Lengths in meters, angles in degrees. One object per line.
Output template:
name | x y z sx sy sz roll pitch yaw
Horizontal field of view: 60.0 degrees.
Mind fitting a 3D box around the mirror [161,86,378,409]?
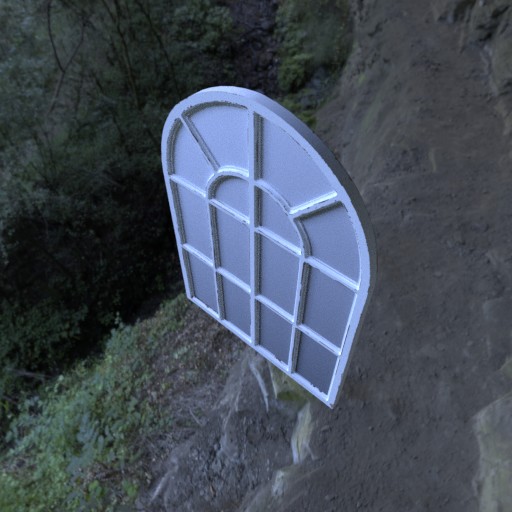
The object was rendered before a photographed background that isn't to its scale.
mirror | 0.000 0.000 1.195 0.660 0.920 0.032 33 56 26
